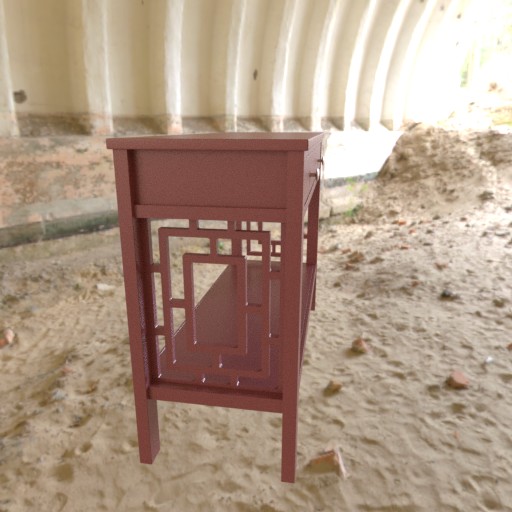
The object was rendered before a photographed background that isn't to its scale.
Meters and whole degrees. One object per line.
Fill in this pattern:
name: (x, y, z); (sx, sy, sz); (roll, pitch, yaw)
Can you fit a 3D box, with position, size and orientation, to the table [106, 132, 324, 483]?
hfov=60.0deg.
table: (0.000, 0.000, 1.422); (0.397, 0.753, 1.068); (3, 16, 9)
